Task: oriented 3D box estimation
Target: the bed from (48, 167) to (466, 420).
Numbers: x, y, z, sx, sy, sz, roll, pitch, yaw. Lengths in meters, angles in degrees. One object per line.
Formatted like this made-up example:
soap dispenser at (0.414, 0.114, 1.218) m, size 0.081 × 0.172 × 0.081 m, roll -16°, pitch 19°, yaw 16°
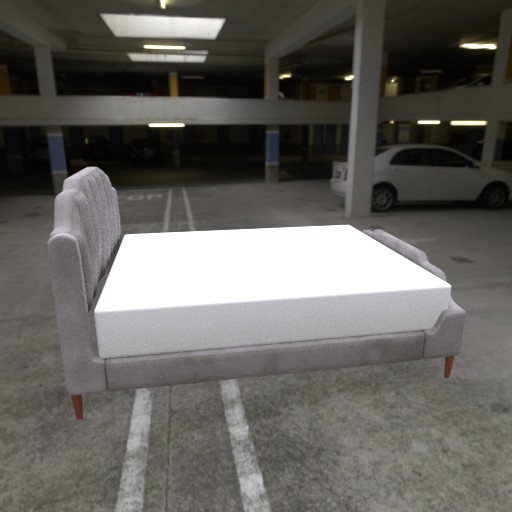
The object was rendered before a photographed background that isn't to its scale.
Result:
bed at (0.000, 0.000, 3.198) m, size 2.340 × 1.245 × 1.676 m, roll -3°, pitch 17°, yaw -10°
